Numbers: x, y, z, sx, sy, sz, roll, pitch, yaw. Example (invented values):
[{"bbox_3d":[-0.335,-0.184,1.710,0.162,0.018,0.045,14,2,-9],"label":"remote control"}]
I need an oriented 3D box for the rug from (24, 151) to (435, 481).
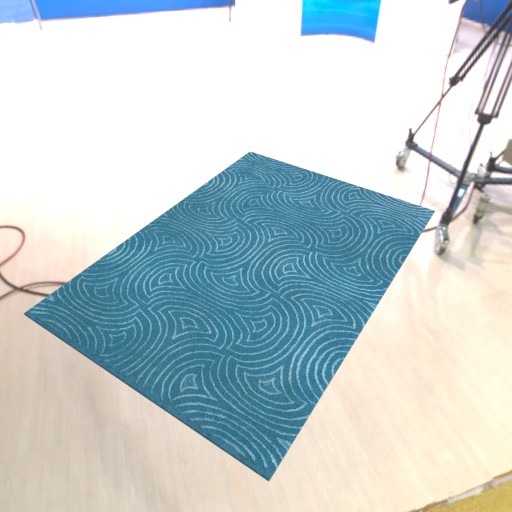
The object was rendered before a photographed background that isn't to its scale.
[{"bbox_3d":[0.000,0.000,2.706,1.543,0.015,2.144,24,47,25],"label":"rug"}]
